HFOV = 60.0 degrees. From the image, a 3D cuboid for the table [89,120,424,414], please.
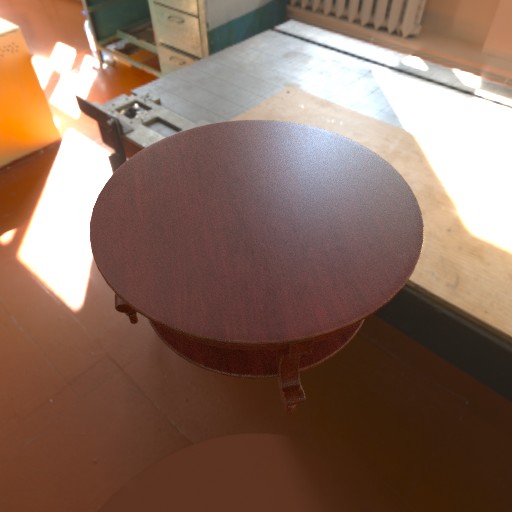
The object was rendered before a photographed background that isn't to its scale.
[{"bbox_3d":[0.000,0.000,1.573,1.029,0.486,1.029,0,47,0],"label":"table"}]
